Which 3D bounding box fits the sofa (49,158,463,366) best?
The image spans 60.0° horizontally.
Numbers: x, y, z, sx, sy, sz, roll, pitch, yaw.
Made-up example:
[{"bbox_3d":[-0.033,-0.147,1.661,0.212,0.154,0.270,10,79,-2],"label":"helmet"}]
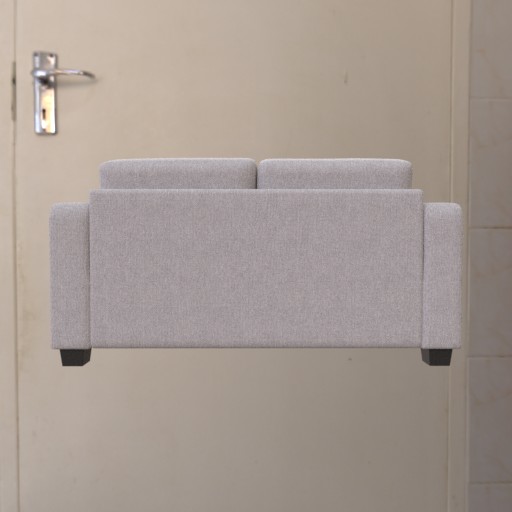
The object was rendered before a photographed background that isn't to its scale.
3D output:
[{"bbox_3d":[0.000,0.000,2.057,1.540,0.800,0.900,0,1,0],"label":"sofa"}]
